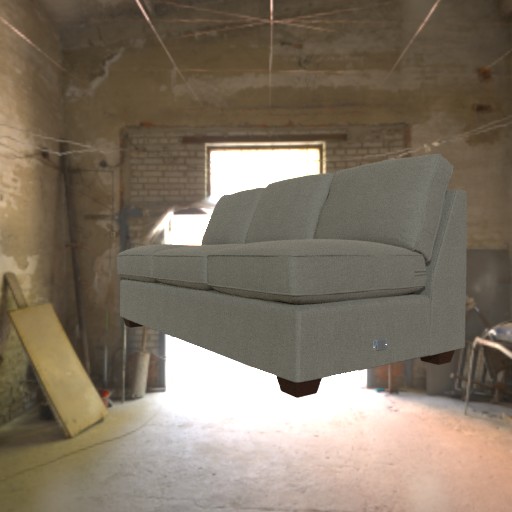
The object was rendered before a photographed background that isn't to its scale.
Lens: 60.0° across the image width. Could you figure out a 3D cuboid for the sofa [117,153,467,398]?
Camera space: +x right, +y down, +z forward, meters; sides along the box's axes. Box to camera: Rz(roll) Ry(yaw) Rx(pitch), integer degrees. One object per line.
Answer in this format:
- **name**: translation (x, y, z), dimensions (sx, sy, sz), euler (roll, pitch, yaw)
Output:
- **sofa**: translation (0.000, 0.000, 2.737), dimensions (1.127, 1.036, 2.092), euler (0, 1, -34)
